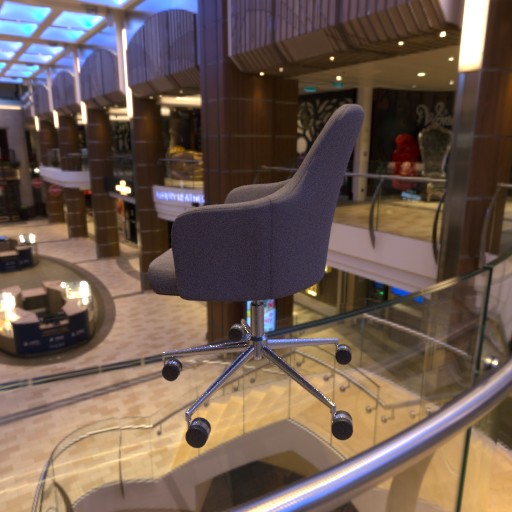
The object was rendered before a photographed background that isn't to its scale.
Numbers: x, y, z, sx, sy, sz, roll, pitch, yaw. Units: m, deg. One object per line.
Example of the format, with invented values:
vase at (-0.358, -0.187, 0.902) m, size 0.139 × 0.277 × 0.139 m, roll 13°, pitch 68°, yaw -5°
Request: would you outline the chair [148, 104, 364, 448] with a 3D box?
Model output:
chair at (0.000, 0.000, 1.287) m, size 0.600 × 0.820 × 0.655 m, roll 2°, pitch 14°, yaw 9°
